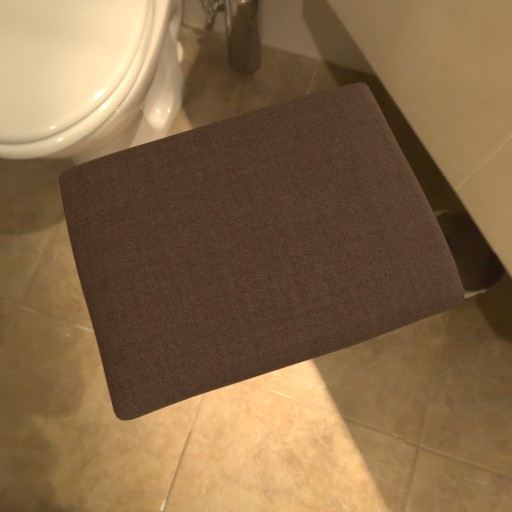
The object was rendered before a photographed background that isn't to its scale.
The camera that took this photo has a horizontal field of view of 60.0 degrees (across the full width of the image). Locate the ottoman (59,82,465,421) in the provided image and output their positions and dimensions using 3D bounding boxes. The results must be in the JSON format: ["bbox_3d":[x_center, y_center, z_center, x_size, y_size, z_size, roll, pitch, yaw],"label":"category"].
[{"bbox_3d":[0.000,0.000,1.182,0.809,0.555,0.599,-18,76,-5],"label":"ottoman"}]
